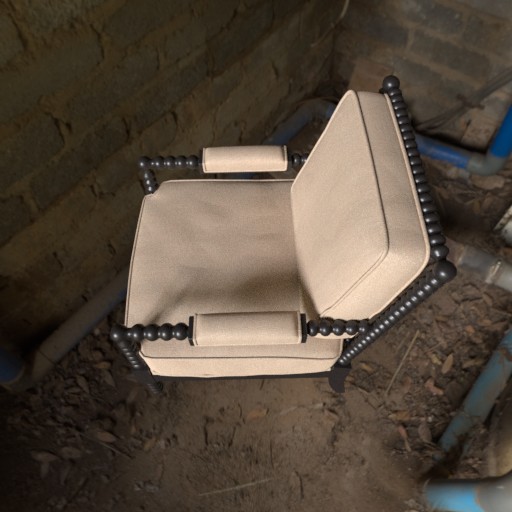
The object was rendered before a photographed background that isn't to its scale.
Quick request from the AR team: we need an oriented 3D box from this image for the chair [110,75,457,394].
[{"bbox_3d":[0.000,0.000,1.143,0.657,0.703,0.555,-1,58,-1],"label":"chair"}]
